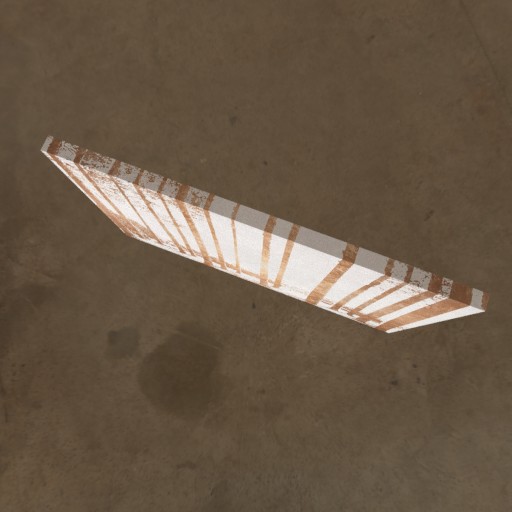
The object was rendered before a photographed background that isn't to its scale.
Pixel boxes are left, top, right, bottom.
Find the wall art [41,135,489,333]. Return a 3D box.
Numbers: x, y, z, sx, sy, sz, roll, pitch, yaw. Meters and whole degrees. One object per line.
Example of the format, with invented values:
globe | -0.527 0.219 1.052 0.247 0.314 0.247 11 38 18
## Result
wall art | 0.000 0.000 1.152 0.914 0.609 0.035 20 77 5
